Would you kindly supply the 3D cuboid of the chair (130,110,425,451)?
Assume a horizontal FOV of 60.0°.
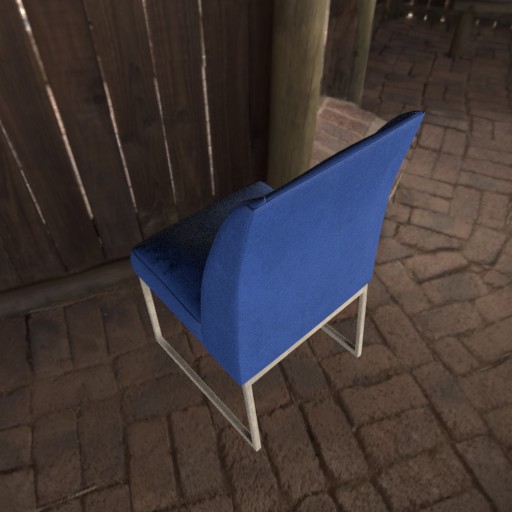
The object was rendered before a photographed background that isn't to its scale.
[{"bbox_3d":[0.000,0.000,1.203,0.508,0.863,0.522,-33,53,-29],"label":"chair"}]
